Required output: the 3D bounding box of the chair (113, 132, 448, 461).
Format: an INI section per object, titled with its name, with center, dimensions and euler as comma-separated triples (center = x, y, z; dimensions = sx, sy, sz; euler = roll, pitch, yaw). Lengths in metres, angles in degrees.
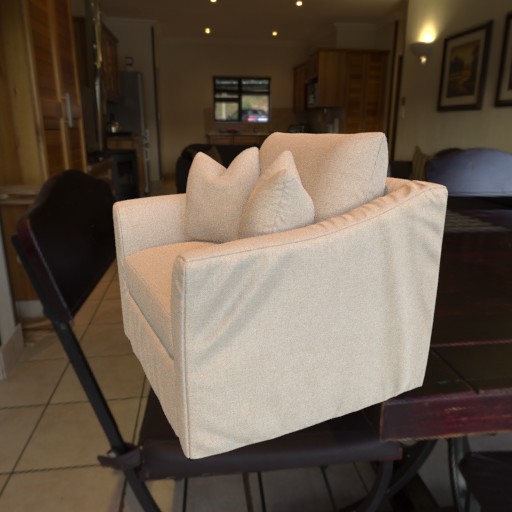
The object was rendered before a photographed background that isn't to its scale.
[chair]
center = 0.000, 0.000, 2.029
dimensions = 1.071, 1.093, 1.194
euler = -8, 18, -26
